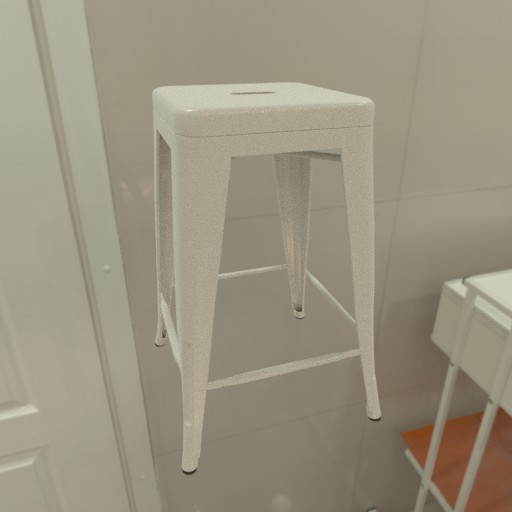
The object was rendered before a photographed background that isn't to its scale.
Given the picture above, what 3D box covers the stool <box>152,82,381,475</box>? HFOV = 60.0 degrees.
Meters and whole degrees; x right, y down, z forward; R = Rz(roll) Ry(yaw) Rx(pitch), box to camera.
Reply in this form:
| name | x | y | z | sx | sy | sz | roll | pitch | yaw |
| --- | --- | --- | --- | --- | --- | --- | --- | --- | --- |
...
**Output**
| name | x | y | z | sx | sy | sz | roll | pitch | yaw |
| --- | --- | --- | --- | --- | --- | --- | --- | --- | --- |
| stool | 0.000 | 0.000 | 0.872 | 0.406 | 0.610 | 0.406 | -8 | 28 | -17 |
